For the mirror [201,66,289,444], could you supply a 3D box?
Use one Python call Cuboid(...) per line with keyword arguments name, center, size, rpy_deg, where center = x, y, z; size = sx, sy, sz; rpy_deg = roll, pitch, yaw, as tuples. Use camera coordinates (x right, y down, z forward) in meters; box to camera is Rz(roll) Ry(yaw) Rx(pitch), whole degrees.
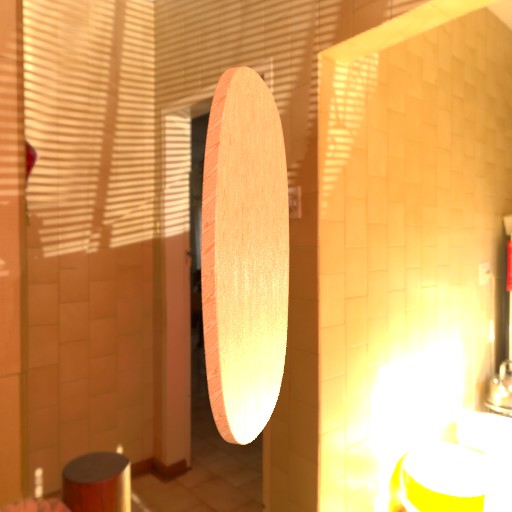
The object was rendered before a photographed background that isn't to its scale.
Cuboid(name="mirror", center=(0.000, 0.000, 1.357), size=(0.037, 1.075, 0.724), rpy_deg=(0, 1, 18))
